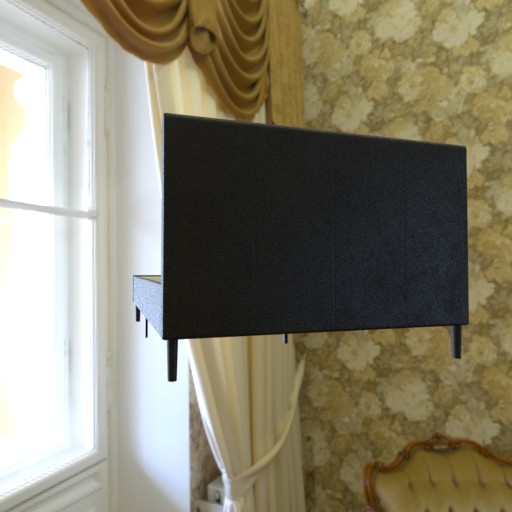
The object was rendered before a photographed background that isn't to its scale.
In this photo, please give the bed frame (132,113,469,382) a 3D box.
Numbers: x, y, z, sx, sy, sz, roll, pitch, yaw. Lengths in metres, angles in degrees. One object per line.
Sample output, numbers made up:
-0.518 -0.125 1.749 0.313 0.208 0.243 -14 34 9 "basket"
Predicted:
0.000 0.000 2.946 1.469 1.046 2.152 1 -2 -19 "bed frame"
